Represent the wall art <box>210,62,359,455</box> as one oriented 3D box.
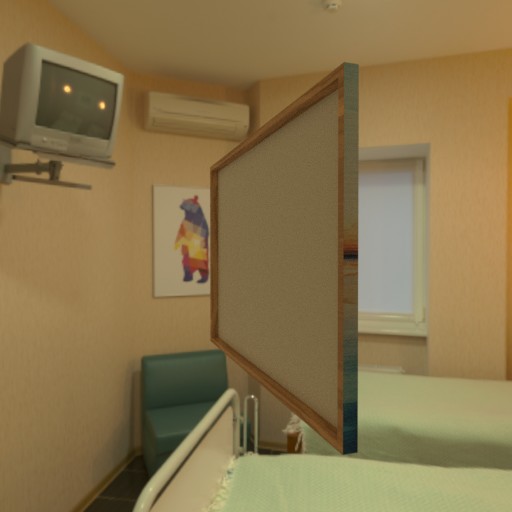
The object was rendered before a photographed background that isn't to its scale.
[{"bbox_3d":[0.000,0.000,0.741,0.018,0.402,0.604,0,1,-19],"label":"wall art"}]
